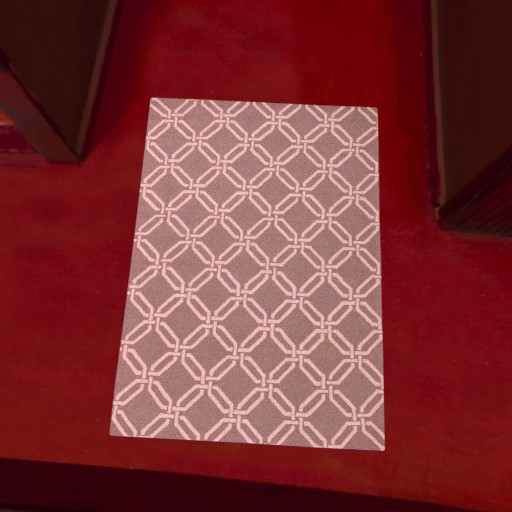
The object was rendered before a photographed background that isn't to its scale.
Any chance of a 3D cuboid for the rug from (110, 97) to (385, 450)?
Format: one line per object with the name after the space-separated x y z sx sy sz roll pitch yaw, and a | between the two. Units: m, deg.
0.000 0.000 4.336 2.441 0.020 3.419 3 75 1 | rug
